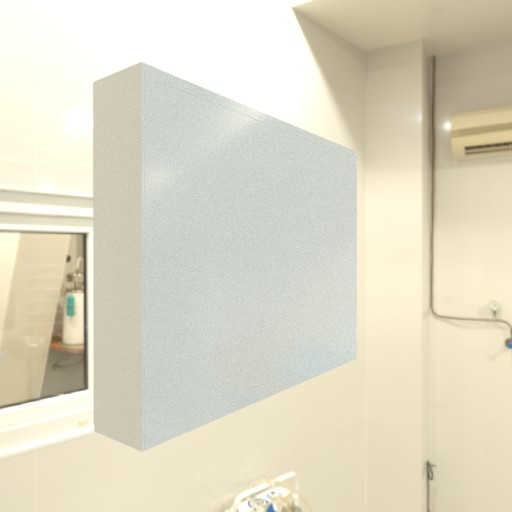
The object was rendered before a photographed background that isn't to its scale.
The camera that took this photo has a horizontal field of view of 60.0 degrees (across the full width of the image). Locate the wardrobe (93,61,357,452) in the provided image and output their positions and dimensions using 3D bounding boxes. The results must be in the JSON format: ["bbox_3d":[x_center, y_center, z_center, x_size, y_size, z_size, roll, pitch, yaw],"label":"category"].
[{"bbox_3d":[0.000,0.000,4.040,0.580,2.360,3.000,0,0,38],"label":"wardrobe"}]
